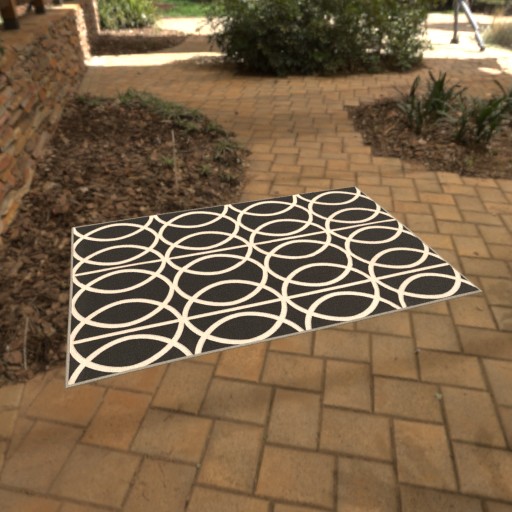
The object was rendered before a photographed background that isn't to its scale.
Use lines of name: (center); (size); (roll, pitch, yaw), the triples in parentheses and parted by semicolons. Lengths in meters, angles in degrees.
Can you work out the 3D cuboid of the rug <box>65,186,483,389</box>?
rug: (0.000, 0.000, 2.879); (2.294, 0.014, 1.528); (-10, 35, -15)
